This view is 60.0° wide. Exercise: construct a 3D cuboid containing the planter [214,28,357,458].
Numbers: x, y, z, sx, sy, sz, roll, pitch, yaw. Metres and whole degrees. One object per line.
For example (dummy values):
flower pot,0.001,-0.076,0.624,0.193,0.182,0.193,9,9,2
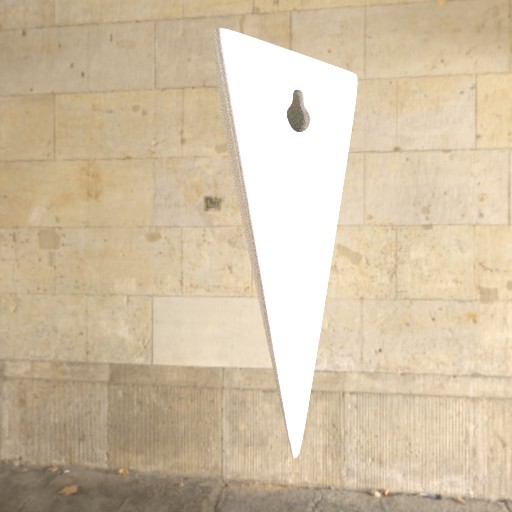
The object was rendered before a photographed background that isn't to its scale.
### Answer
planter,0.000,0.000,0.276,0.101,0.224,0.081,0,0,-36
